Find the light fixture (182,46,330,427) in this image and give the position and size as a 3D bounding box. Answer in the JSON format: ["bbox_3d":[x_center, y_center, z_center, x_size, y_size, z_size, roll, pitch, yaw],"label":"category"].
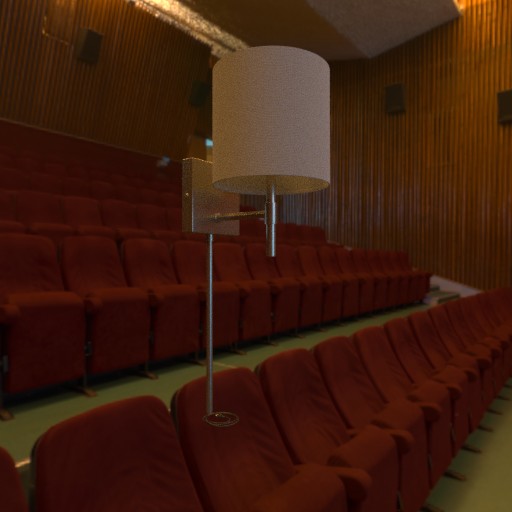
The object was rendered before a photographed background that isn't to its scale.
[{"bbox_3d":[0.000,0.000,0.732,0.248,0.589,0.188,-1,-1,37],"label":"light fixture"}]
